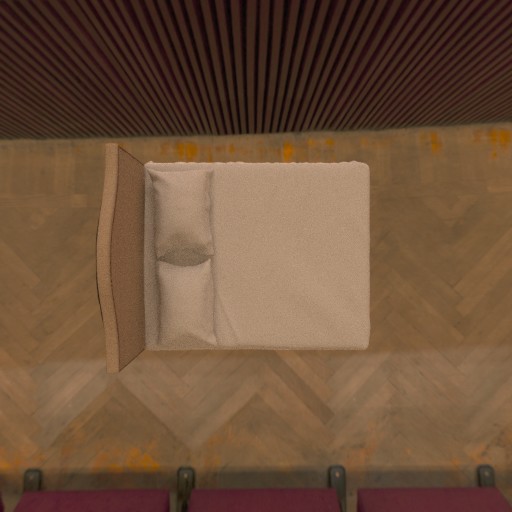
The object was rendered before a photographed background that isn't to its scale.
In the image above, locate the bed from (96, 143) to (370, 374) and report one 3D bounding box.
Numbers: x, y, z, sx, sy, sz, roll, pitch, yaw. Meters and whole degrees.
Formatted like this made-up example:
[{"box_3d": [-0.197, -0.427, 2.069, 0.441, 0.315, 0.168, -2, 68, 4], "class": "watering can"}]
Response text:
[{"box_3d": [0.000, 0.000, 3.665, 2.221, 1.645, 1.876, 0, 91, 0], "class": "bed"}]
